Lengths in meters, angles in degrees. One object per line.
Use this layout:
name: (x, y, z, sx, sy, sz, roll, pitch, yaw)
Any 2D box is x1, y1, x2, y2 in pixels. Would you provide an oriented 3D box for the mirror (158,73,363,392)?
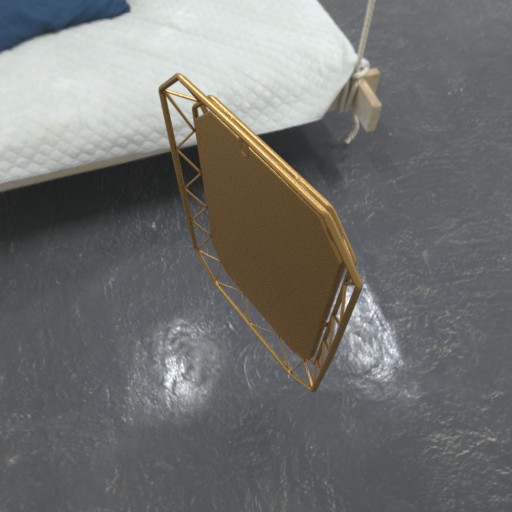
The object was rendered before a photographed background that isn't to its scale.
mirror: (0.000, 0.000, 0.745, 0.042, 0.566, 0.417, -34, 65, -18)
